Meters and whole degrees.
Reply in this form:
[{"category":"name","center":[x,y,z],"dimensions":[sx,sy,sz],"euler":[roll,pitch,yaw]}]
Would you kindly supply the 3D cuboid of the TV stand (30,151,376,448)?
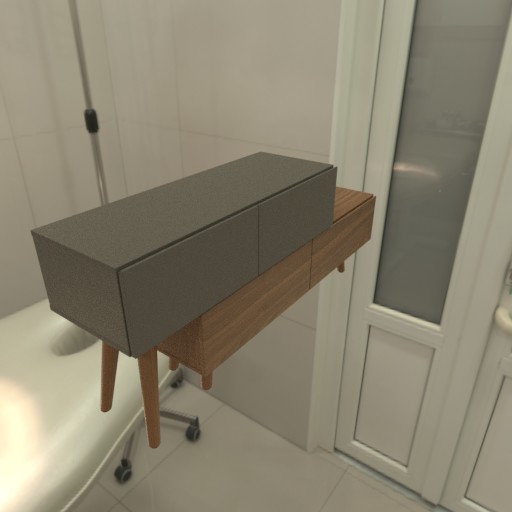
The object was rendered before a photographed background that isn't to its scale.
[{"category":"TV stand","center":[0.000,0.000,1.564],"dimensions":[0.329,0.591,1.336],"euler":[19,33,32]}]
